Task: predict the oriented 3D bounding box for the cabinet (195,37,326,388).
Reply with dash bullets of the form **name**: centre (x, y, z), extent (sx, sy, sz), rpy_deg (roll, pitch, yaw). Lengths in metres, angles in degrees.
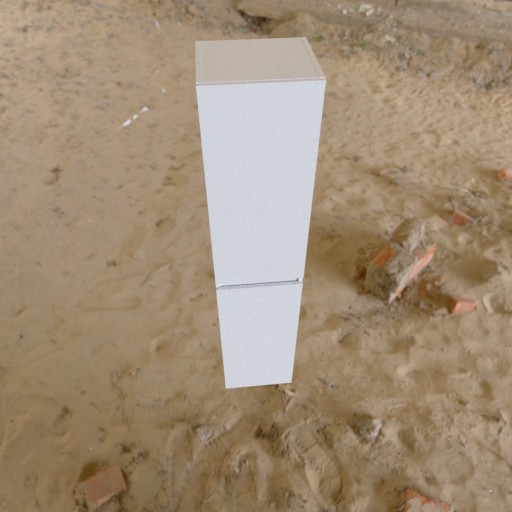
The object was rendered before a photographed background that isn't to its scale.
- **cabinet**: centre (0.000, 0.000, 1.604), extent (0.300, 1.400, 0.270), rpy_deg (-4, 46, -4)
